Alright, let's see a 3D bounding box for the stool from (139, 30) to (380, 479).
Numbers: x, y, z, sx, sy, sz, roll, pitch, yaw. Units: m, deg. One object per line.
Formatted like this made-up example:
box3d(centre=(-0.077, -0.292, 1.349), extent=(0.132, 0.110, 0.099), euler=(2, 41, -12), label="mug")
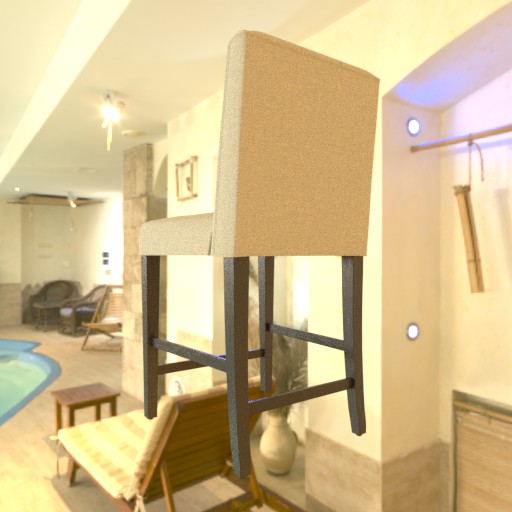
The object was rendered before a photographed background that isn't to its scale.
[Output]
box3d(centre=(0.000, 0.000, 1.217), extent=(0.474, 0.939, 0.509), euler=(0, 0, -36), label="stool")
